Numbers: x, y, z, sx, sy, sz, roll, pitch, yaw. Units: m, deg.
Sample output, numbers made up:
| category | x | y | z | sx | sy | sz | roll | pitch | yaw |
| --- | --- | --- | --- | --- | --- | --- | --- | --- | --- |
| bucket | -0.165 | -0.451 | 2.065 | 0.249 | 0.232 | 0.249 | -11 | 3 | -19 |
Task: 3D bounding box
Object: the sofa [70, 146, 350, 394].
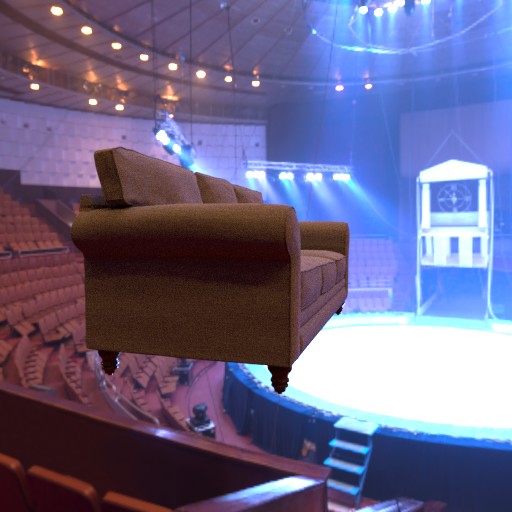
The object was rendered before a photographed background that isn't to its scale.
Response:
| category | x | y | z | sx | sy | sz | roll | pitch | yaw |
| --- | --- | --- | --- | --- | --- | --- | --- | --- | --- |
| sofa | 0.000 | 0.000 | 2.616 | 0.916 | 0.961 | 2.084 | 1 | 3 | 18 |
